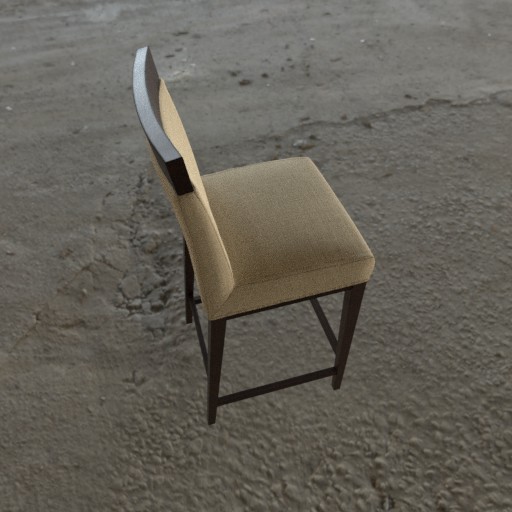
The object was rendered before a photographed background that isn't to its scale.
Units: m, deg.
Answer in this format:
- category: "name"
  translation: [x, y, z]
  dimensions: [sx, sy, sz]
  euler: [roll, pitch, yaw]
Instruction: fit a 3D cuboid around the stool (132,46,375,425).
- category: "stool"
  translation: [0.000, 0.000, 1.372]
  dimensions: [0.531, 1.117, 0.511]
  euler: [-12, 47, -11]
